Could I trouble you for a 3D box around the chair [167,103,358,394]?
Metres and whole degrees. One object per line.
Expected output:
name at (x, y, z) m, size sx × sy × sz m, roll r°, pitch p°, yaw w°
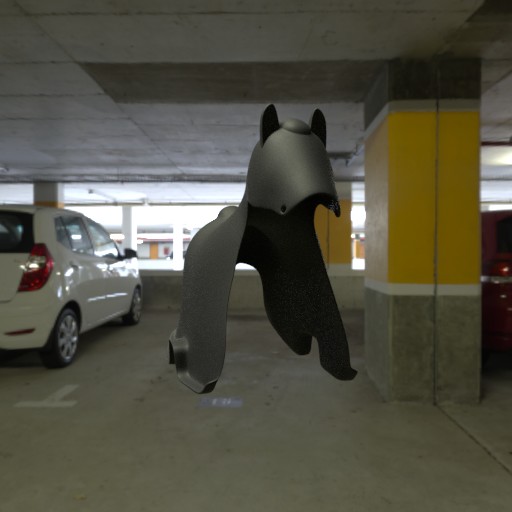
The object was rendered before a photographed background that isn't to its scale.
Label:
chair at (0.000, 0.000, 1.158) m, size 0.429 × 0.612 × 0.800 m, roll 0°, pitch 0°, yaw -17°
